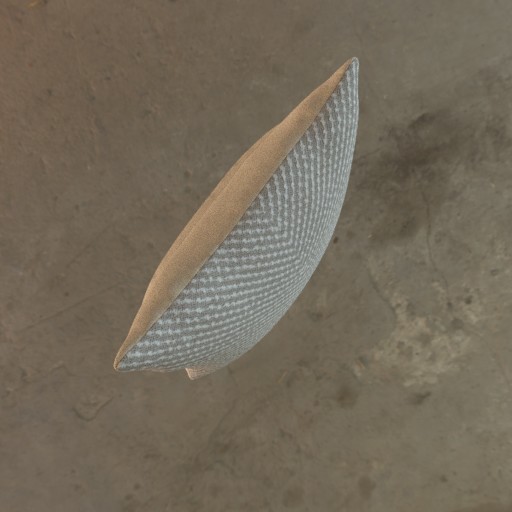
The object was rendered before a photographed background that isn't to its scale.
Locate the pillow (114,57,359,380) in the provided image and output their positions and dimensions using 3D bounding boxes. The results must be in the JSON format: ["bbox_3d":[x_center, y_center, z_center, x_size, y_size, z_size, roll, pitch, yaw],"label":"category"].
[{"bbox_3d":[0.000,0.000,0.711,0.181,0.458,0.459,34,77,9],"label":"pillow"}]
